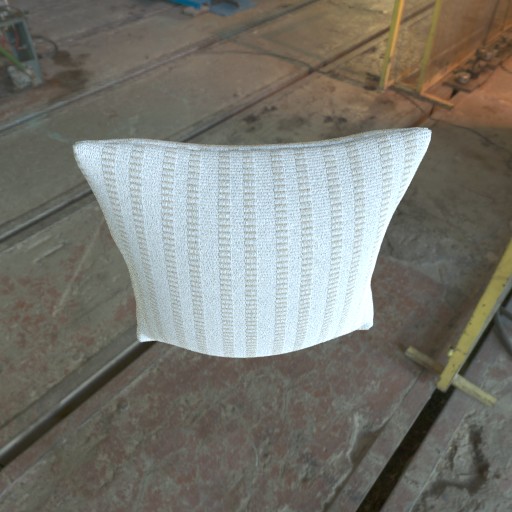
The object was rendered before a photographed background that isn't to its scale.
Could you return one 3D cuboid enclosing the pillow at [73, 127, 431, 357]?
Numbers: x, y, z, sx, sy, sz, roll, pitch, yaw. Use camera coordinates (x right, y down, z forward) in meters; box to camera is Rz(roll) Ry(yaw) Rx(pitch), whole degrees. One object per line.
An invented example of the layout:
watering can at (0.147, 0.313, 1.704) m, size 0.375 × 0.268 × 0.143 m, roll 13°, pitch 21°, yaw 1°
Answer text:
pillow at (0.000, 0.000, 0.679) m, size 0.438 × 0.419 × 0.247 m, roll -3°, pitch 46°, yaw -3°
